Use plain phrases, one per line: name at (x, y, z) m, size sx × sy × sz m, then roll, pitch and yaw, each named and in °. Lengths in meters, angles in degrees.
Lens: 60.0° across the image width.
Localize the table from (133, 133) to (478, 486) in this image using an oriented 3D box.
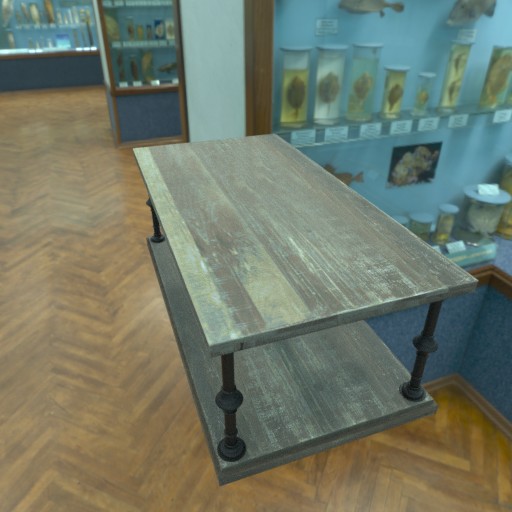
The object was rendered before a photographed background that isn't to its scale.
table at (0.000, 0.000, 1.347) m, size 0.554 × 0.399 × 1.088 m, roll -11°, pitch 33°, yaw -17°
